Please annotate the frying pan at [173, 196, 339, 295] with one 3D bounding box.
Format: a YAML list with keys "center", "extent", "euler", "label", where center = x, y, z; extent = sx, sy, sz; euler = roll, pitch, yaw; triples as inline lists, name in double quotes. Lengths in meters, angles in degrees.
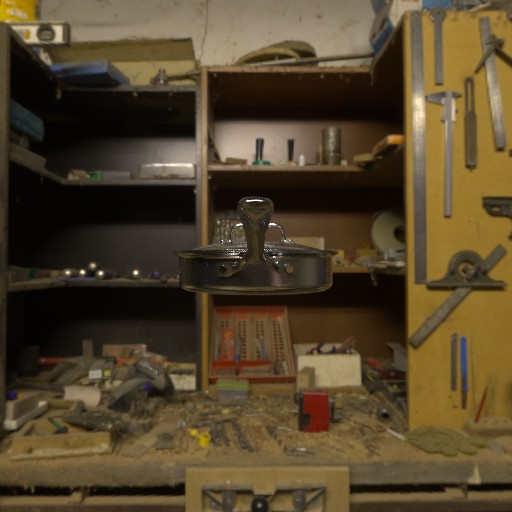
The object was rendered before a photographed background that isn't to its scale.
- center: [0.000, 0.000, 0.657]
  extent: [0.280, 0.114, 0.561]
  euler: [0, 0, 0]
  label: "frying pan"
